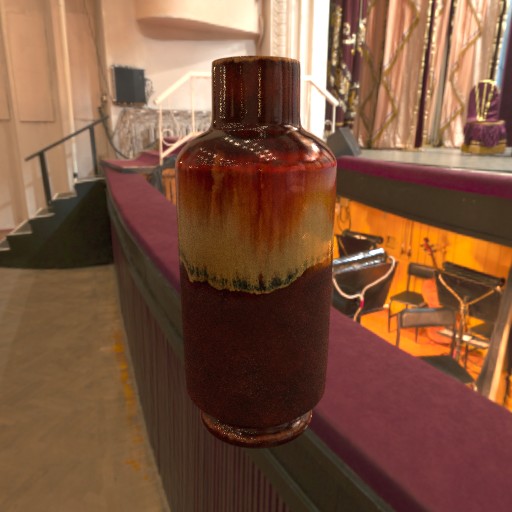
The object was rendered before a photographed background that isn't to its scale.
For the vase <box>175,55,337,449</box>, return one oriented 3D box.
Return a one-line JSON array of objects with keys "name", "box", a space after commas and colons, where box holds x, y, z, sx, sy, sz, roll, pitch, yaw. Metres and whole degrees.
[{"name": "vase", "box": [0.000, 0.000, 0.323, 0.111, 0.261, 0.111, 0, 16, 0]}]
